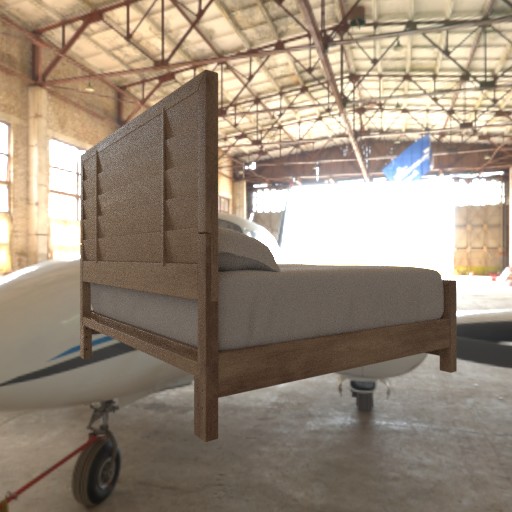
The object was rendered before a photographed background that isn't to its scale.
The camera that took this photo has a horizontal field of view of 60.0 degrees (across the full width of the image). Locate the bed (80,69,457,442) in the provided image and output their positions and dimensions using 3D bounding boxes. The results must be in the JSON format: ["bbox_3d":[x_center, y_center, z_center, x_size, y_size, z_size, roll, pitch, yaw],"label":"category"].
[{"bbox_3d":[0.000,0.000,3.346,2.032,1.626,2.032,0,0,-36],"label":"bed"}]
